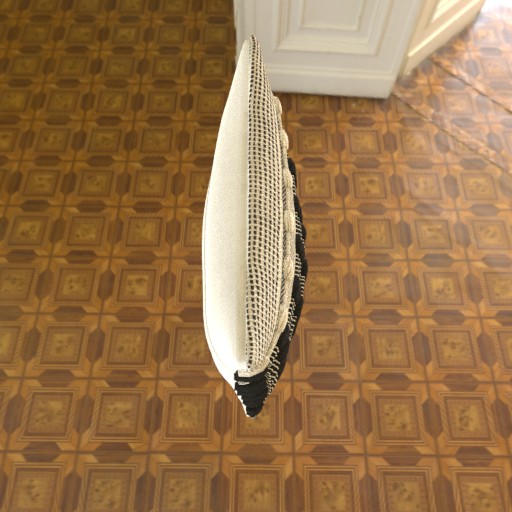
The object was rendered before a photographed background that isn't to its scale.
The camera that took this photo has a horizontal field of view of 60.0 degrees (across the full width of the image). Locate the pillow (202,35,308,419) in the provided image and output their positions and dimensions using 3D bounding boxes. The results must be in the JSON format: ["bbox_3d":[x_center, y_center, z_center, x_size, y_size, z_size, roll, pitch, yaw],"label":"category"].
[{"bbox_3d":[0.000,0.000,0.680,0.156,0.438,0.436,0,64,0],"label":"pillow"}]
